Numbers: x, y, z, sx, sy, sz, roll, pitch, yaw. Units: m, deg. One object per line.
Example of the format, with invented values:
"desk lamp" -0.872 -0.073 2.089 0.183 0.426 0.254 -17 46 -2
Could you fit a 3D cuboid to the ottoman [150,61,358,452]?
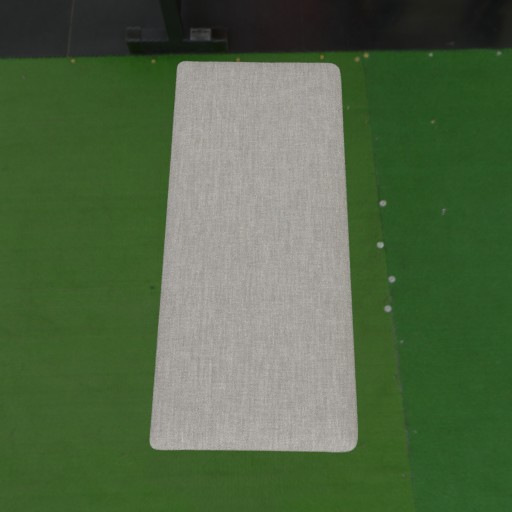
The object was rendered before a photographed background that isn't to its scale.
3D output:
"ottoman" 0.000 0.000 1.142 0.419 0.432 0.902 1 74 0
